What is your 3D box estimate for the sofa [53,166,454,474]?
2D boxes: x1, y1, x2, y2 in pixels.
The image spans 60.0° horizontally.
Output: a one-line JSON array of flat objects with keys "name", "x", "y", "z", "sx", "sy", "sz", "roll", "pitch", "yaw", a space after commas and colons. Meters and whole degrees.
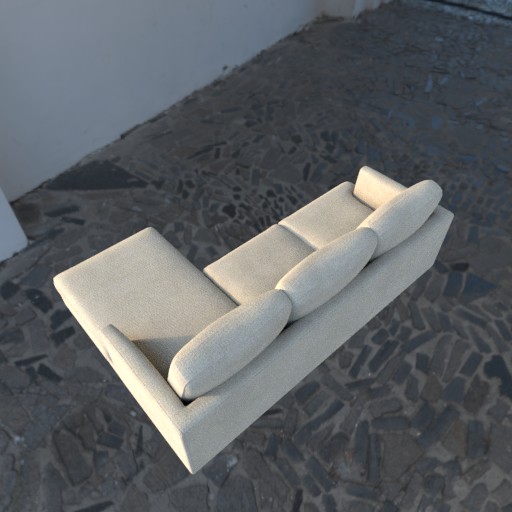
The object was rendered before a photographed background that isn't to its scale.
[{"name": "sofa", "x": 0.000, "y": 0.000, "z": 2.981, "sx": 2.233, "sy": 0.956, "sz": 1.504, "roll": -33, "pitch": 55, "yaw": -27}]
